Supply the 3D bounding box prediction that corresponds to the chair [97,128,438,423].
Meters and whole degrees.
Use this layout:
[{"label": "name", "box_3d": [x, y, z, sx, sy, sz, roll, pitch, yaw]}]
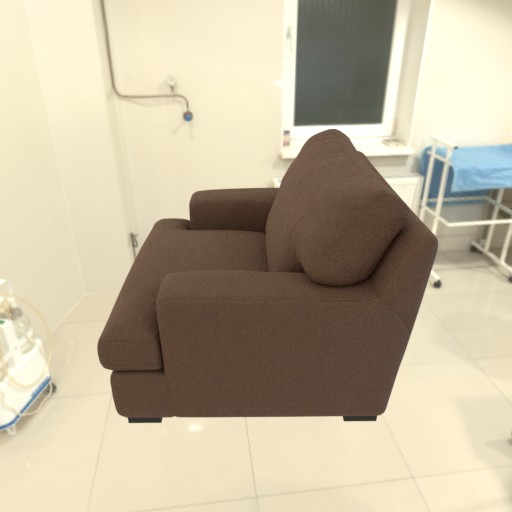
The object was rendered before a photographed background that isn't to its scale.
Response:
[{"label": "chair", "box_3d": [0.000, 0.000, 1.994, 1.143, 0.940, 1.168, 0, 28, -1]}]
